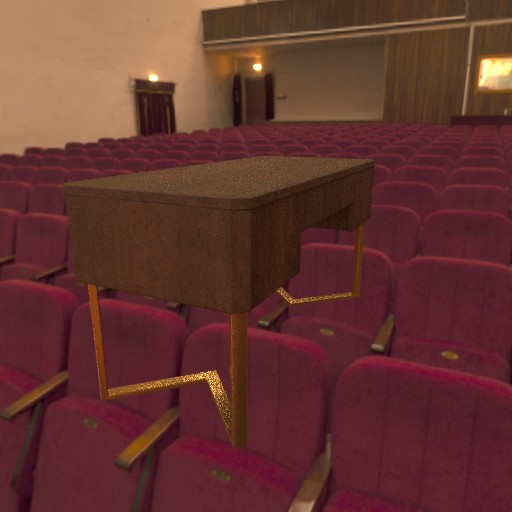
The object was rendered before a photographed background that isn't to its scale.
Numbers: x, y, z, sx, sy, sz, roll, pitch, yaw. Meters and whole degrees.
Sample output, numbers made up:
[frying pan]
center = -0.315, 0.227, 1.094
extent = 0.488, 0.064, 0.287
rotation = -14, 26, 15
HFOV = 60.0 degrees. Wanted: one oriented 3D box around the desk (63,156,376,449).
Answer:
[desk]
center = 0.000, 0.000, 1.958
extent = 0.684, 0.762, 1.479
rotation = 8, 18, 26
